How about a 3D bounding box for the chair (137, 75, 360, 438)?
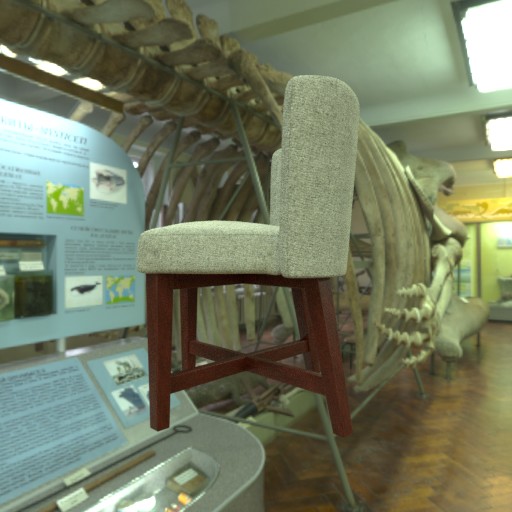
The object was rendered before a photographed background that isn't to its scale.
[{"bbox_3d":[0.000,0.000,1.287,0.575,0.827,0.728,0,0,0],"label":"chair"}]
